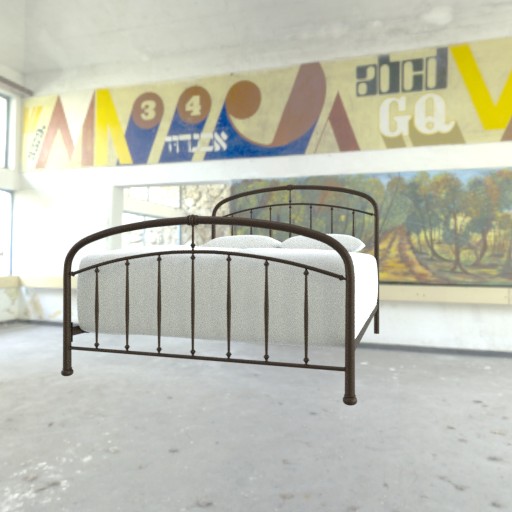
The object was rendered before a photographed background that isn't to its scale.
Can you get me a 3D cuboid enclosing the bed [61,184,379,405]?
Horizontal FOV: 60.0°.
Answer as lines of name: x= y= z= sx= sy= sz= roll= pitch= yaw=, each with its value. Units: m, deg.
bed: x=0.000 y=0.000 z=3.361 sx=1.711 sy=1.425 sz=2.180 roll=0 pitch=0 yaw=19
